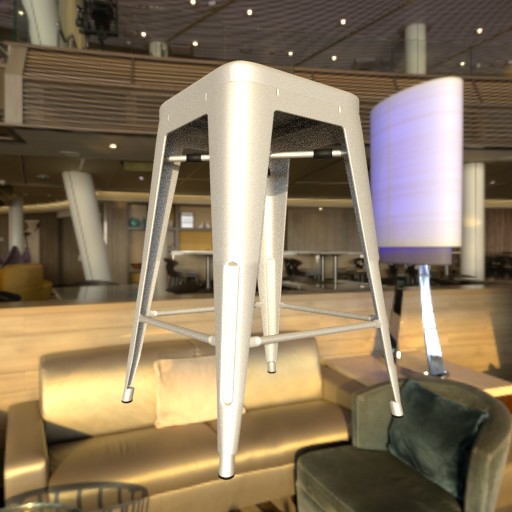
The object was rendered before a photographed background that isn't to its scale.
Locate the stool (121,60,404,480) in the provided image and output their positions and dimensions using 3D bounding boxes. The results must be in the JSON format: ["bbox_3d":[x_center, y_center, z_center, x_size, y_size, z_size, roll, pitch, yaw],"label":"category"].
[{"bbox_3d":[0.000,0.000,0.879,0.406,0.610,0.406,0,0,-36],"label":"stool"}]
